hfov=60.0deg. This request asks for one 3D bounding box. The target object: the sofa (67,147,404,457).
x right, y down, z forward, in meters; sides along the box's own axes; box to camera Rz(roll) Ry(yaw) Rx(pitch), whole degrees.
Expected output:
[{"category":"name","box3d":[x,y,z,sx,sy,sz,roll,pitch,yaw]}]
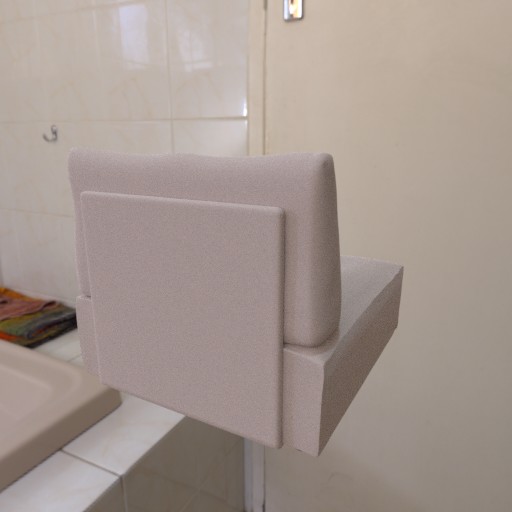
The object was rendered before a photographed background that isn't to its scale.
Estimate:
[{"category":"sofa","box3d":[0.000,0.000,1.713,0.935,0.828,1.000,8,17,28]}]
